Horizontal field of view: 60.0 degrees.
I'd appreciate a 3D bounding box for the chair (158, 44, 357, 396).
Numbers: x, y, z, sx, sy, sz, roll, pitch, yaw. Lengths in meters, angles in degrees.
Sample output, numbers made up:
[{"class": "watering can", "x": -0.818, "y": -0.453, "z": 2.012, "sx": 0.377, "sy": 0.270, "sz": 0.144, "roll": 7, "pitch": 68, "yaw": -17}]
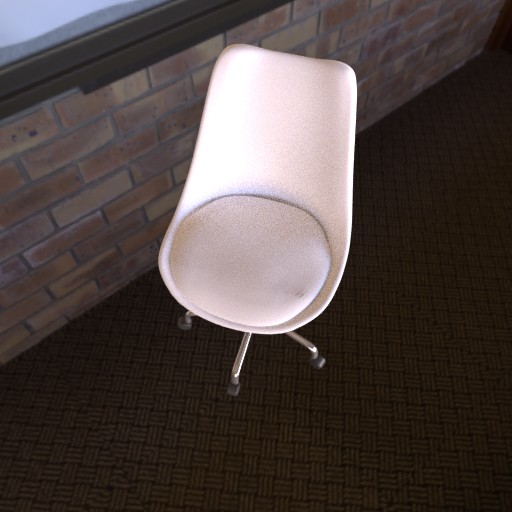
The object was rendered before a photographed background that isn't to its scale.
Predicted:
[{"class": "chair", "x": 0.000, "y": 0.000, "z": 1.253, "sx": 0.550, "sy": 0.930, "sz": 0.550, "roll": 15, "pitch": 58, "yaw": 10}]
